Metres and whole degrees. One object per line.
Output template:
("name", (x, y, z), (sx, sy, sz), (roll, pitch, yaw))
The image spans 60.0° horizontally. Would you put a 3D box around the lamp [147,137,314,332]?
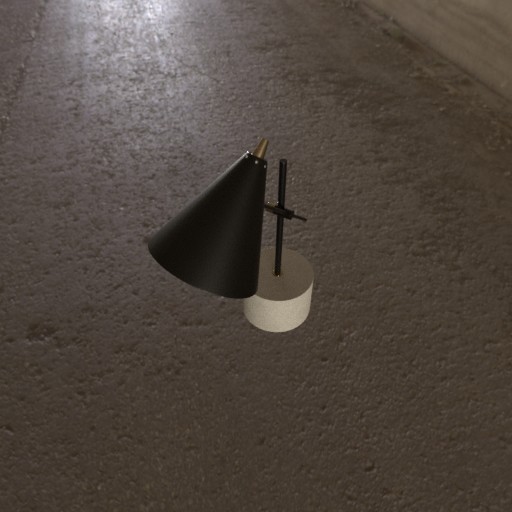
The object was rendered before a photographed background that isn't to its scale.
("lamp", (0.000, 0.000, 0.744), (0.214, 0.518, 0.403), (31, 53, 27))
